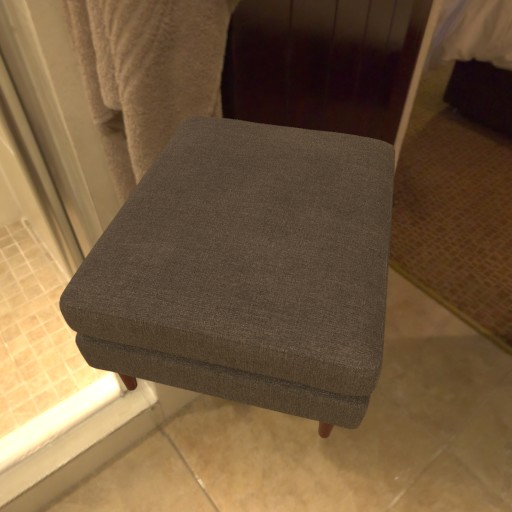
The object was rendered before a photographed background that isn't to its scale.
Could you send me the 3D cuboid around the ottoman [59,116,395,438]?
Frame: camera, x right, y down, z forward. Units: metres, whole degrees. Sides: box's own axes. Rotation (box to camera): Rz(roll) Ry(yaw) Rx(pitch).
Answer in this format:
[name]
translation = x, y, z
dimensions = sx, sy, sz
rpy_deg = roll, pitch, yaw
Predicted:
[ottoman]
translation = 0.000, 0.000, 1.276
dimensions = 0.693, 0.474, 0.821
rpy_deg = 10, 47, 10
